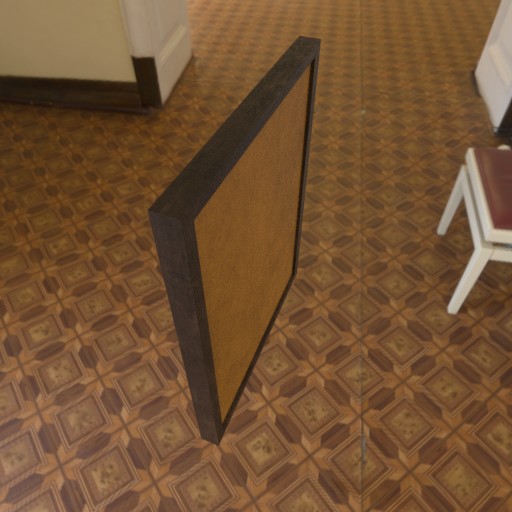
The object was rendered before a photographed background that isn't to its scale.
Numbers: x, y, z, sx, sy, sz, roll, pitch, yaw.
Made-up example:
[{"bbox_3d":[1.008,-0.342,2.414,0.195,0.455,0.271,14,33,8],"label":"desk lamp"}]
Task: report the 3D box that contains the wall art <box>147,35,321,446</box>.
[{"bbox_3d":[0.000,0.000,0.551,0.027,0.406,0.329,17,49,15],"label":"wall art"}]
